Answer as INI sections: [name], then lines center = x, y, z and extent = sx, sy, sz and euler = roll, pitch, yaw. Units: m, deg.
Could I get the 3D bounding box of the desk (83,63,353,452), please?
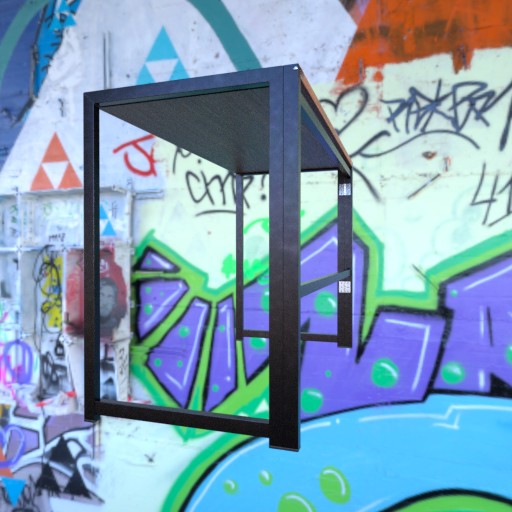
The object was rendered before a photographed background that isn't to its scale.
[desk]
center = 0.000, 0.000, 1.426
extent = 0.508, 0.762, 1.016
euler = 0, 1, 18
